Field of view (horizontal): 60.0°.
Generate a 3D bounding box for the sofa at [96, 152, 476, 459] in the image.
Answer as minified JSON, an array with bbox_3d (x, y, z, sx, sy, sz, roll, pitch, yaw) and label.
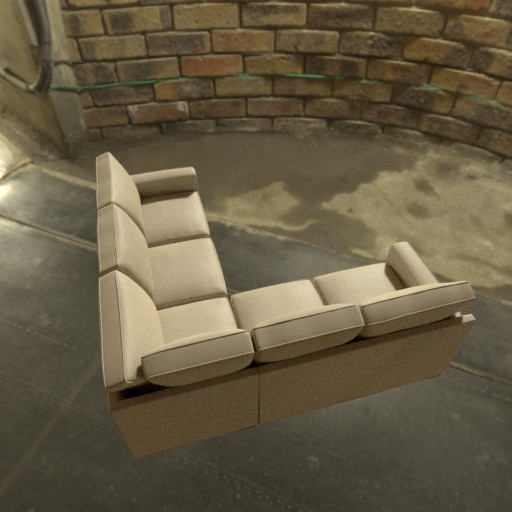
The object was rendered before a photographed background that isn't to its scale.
[{"bbox_3d":[0.000,0.000,3.365,2.182,0.939,2.189,-11,47,-11],"label":"sofa"}]
